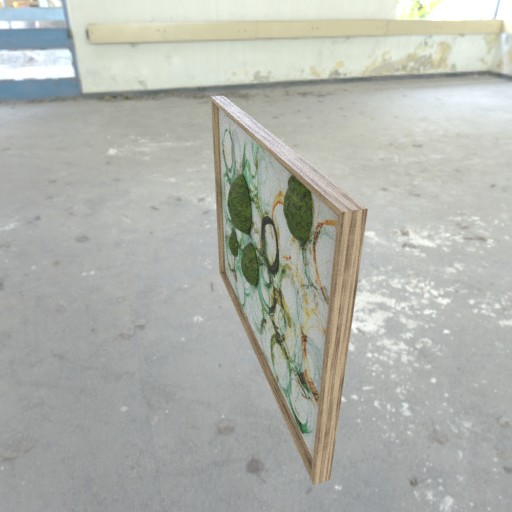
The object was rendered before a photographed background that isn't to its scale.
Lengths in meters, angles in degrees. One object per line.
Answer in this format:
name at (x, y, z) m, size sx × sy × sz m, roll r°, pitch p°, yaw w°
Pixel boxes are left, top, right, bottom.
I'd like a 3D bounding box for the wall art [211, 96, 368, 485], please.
wall art at (0.000, 0.000, 1.099) m, size 0.063 × 0.609 × 0.841 m, roll -9°, pitch 31°, yaw -15°
